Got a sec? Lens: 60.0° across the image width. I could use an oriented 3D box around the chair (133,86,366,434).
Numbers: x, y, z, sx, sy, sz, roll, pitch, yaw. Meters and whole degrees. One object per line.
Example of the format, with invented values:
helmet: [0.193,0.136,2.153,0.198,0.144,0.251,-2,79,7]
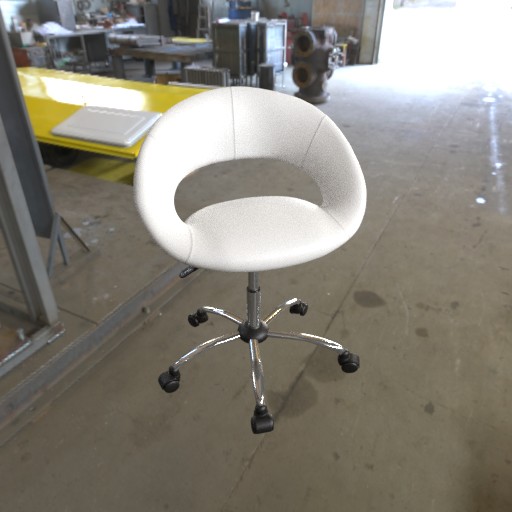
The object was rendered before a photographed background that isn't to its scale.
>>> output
chair: [0.000,0.000,1.201,0.612,0.791,0.538,-9,33,-15]
